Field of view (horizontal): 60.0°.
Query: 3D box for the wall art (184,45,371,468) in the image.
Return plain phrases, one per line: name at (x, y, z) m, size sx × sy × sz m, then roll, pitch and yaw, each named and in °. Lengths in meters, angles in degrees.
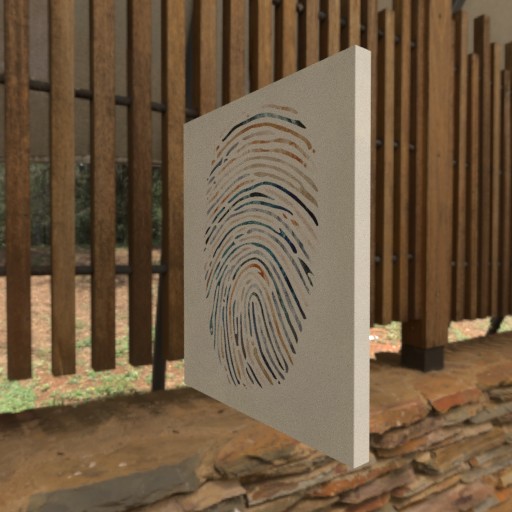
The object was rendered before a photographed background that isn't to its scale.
wall art at (0.000, 0.000, 0.845) m, size 0.037 × 0.606 × 0.508 m, roll -1°, pitch 1°, yaw -38°
